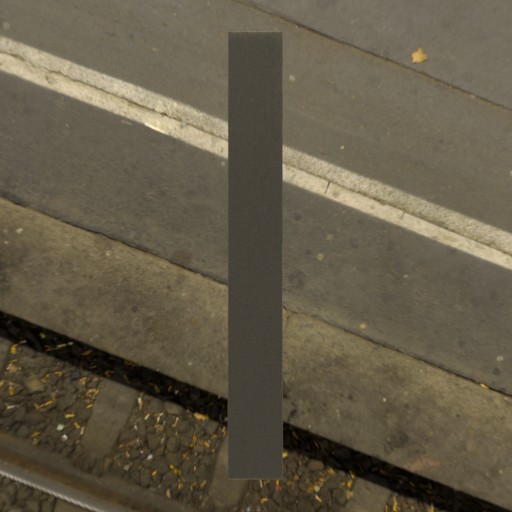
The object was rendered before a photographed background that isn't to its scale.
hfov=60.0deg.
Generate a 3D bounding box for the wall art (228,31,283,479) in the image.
[{"bbox_3d":[0.000,0.000,0.454,0.037,0.305,0.305,0,90,0],"label":"wall art"}]
